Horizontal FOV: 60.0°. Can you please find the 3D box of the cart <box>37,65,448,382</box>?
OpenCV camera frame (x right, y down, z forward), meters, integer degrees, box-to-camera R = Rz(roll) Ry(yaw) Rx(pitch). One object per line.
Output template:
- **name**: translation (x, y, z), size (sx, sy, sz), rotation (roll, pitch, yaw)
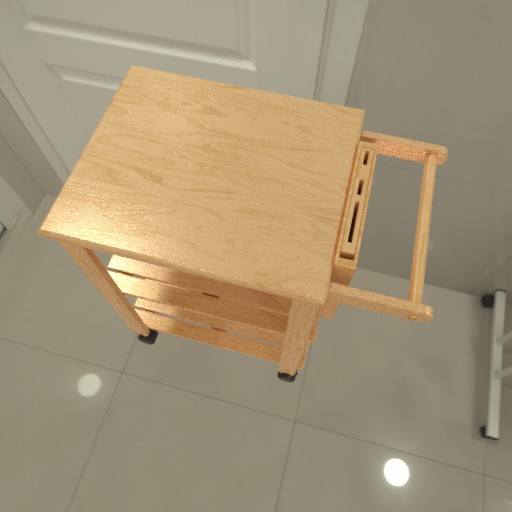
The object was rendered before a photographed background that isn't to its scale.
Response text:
- **cart**: translation (0.000, 0.000, 1.344), size (0.843, 0.816, 0.520), rotation (13, 64, 7)
